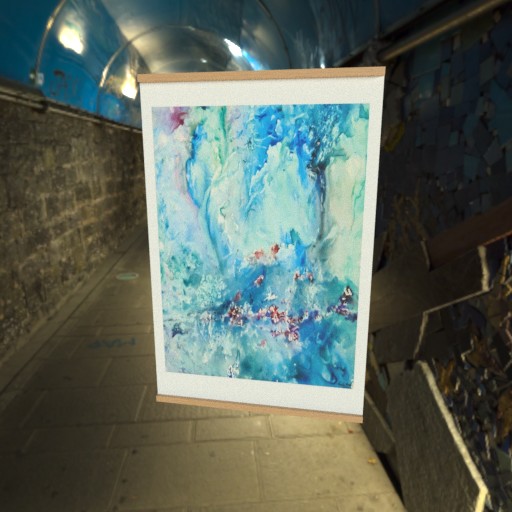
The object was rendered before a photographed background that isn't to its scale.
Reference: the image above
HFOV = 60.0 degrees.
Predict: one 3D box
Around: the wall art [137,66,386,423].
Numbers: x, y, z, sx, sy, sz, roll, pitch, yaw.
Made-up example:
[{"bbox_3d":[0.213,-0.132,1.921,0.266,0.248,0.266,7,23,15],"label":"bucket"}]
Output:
[{"bbox_3d":[0.000,0.000,1.311,0.669,1.020,0.027,3,14,10],"label":"wall art"}]
